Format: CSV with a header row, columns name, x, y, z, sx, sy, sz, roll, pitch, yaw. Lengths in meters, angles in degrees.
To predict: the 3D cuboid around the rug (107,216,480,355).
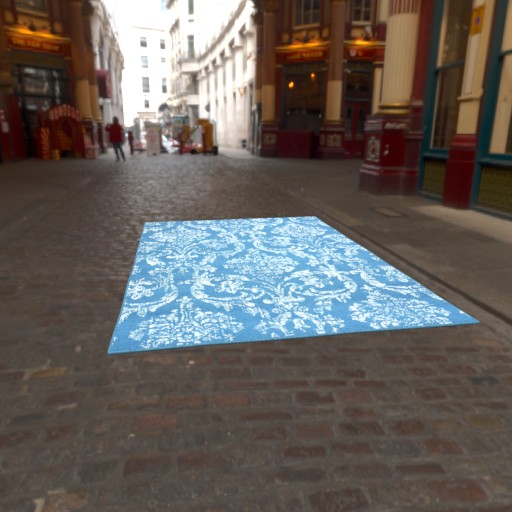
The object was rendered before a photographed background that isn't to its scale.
name,x,y,z,sx,sy,sz,roll,pitch,yaw
rug,0.000,0.000,2.258,1.211,0.012,1.833,-3,17,-10
